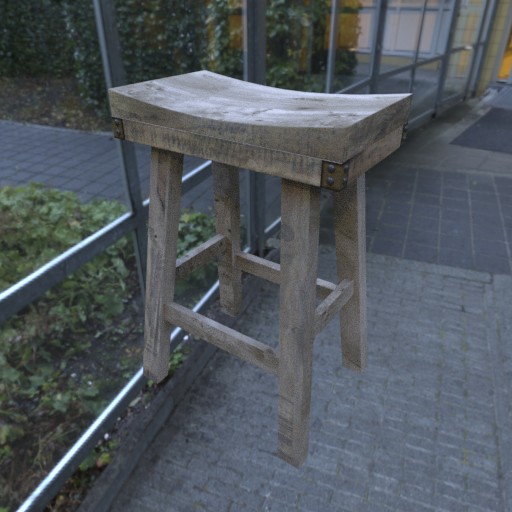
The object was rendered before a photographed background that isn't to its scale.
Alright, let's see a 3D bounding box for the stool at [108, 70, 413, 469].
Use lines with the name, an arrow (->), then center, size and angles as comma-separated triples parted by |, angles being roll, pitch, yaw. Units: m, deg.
stool -> 0.000, 0.000, 0.896 | 0.450, 0.635, 0.330 | 19, 36, 29
